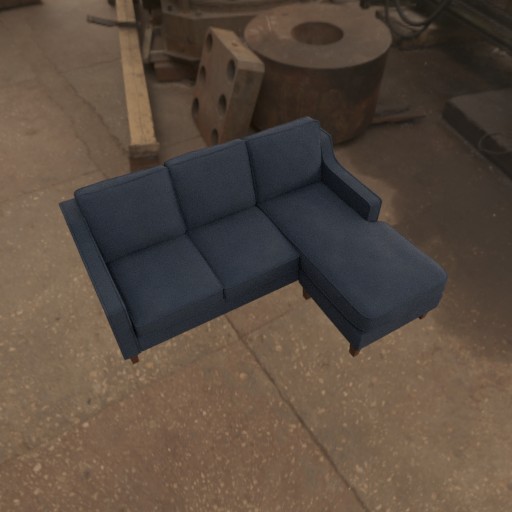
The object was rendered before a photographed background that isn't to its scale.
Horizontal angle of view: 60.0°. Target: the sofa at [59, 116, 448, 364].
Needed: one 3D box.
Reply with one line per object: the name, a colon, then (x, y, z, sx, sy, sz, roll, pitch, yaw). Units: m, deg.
sofa: (0.000, 0.000, 3.373, 2.317, 1.066, 1.858, -23, 51, -20)
